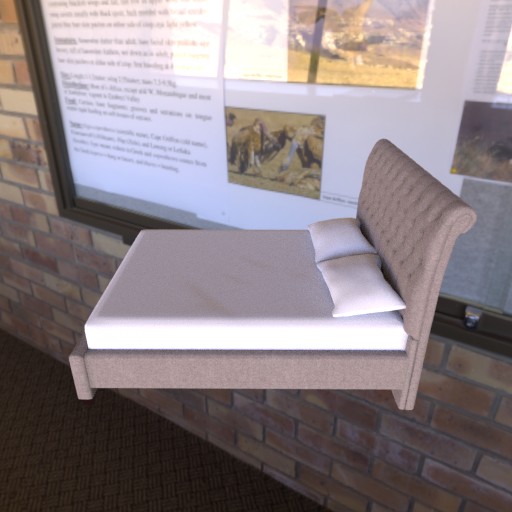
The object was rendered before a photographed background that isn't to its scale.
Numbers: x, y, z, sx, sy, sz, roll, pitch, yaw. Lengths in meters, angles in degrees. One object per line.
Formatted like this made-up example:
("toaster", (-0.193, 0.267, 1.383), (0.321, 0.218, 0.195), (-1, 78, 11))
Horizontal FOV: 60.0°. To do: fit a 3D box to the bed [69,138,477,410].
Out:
("bed", (0.000, 0.000, 3.256), (2.252, 1.371, 1.645), (0, 27, 0))
